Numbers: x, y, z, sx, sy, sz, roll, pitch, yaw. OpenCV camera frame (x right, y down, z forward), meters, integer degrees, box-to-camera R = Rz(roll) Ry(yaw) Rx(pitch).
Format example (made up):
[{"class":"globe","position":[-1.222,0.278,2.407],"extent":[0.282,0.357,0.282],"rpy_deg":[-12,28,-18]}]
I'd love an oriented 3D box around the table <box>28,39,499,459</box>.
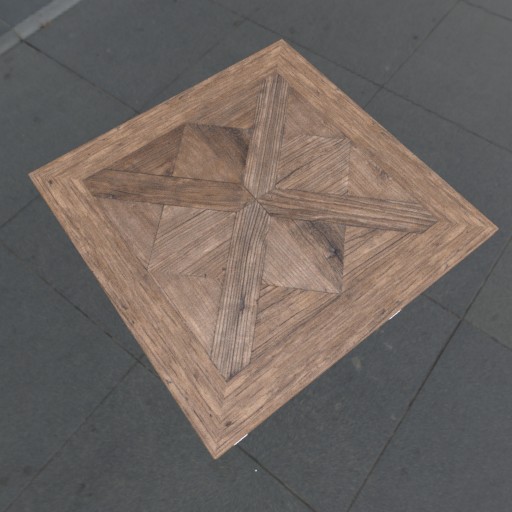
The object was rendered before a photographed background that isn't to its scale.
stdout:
[{"class":"table","position":[0.000,0.000,1.162],"extent":[0.700,0.532,0.700],"rpy_deg":[-34,69,-15]}]
